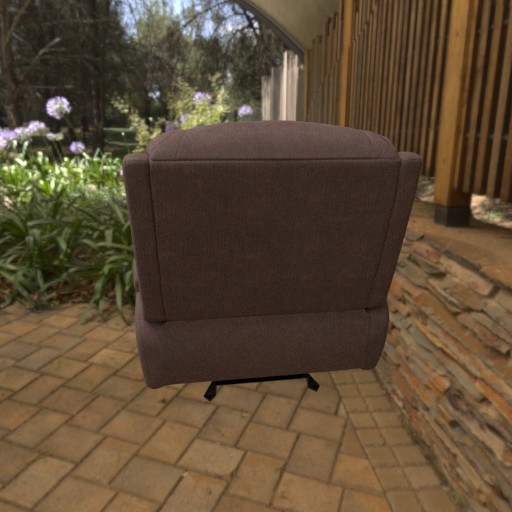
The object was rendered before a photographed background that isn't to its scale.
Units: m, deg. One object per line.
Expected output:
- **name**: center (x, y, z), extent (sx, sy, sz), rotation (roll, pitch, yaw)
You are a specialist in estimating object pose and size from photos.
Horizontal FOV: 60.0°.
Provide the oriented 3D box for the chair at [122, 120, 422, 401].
- **chair**: center (0.000, 0.000, 1.763), extent (0.930, 1.011, 0.899), rotation (-2, 15, -9)
